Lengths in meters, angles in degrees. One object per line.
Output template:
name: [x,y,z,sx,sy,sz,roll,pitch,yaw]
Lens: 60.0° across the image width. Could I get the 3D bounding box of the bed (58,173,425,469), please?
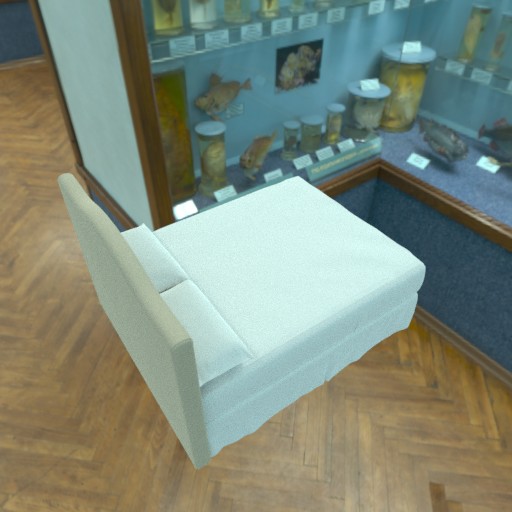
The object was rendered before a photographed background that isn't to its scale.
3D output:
bed: [0.000,0.000,3.372,2.143,1.460,1.753,-25,48,-25]
